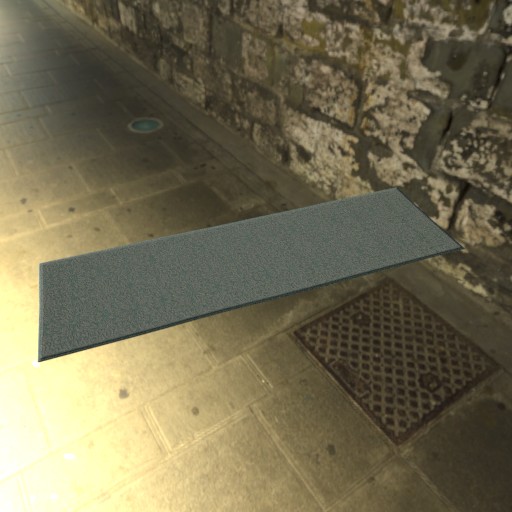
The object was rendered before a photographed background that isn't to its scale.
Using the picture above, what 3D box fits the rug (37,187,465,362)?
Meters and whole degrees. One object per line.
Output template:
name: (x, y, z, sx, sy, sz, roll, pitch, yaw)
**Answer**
rug: (0.000, 0.000, 2.383, 2.196, 0.011, 0.662, -13, 43, -15)
